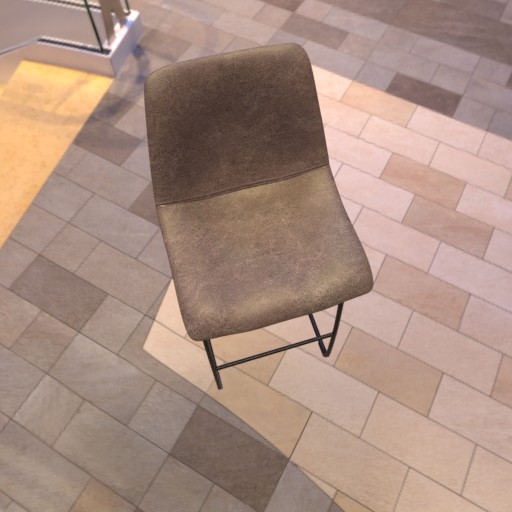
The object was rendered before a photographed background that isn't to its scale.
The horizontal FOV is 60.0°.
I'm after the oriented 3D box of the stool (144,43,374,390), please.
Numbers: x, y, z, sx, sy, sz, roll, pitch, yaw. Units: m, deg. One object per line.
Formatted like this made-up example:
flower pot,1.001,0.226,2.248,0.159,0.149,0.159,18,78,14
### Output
stool,0.000,0.000,1.399,0.514,1.082,0.561,-15,63,-8
